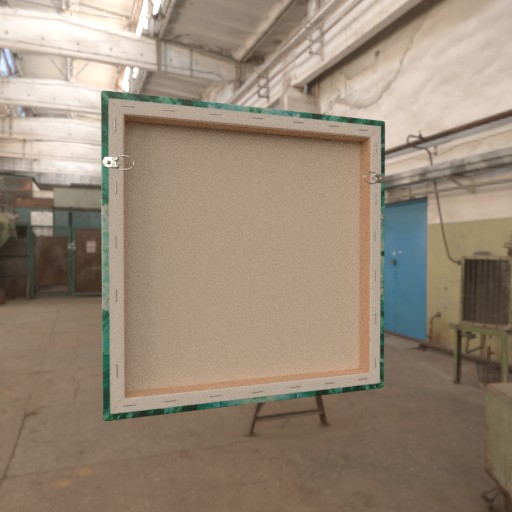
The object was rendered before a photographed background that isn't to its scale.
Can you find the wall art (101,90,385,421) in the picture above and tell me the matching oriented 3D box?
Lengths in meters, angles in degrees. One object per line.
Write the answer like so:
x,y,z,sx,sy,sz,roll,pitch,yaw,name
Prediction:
0.000,0.000,0.772,0.507,0.508,0.038,0,1,-19,wall art
